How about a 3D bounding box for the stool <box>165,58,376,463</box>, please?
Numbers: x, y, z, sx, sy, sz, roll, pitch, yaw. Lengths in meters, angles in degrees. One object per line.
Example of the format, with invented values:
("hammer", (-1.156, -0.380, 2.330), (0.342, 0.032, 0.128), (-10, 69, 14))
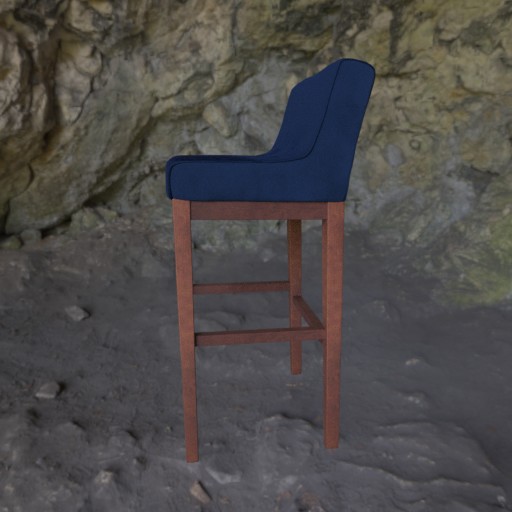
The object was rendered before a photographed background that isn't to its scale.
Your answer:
("stool", (0.000, 0.000, 1.334), (0.500, 1.037, 0.511), (-2, 14, -8))
